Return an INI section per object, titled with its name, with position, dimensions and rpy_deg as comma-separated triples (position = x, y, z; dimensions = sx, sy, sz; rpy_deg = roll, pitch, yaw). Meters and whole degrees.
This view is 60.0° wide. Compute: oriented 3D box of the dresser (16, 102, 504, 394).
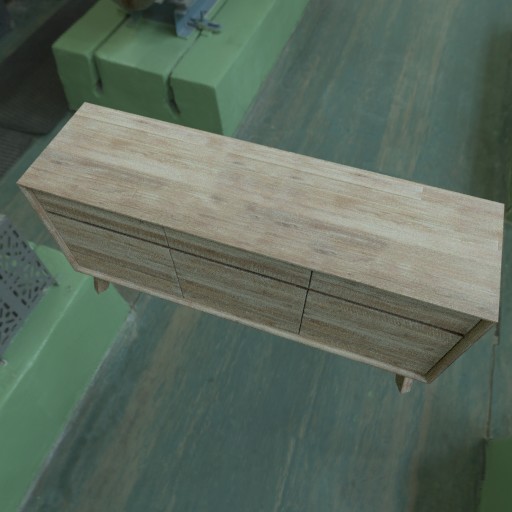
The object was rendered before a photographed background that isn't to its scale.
[dresser]
position = 0.000, 0.000, 1.840
dimensions = 1.602, 0.788, 0.455
rpy_deg = 16, 59, 10
